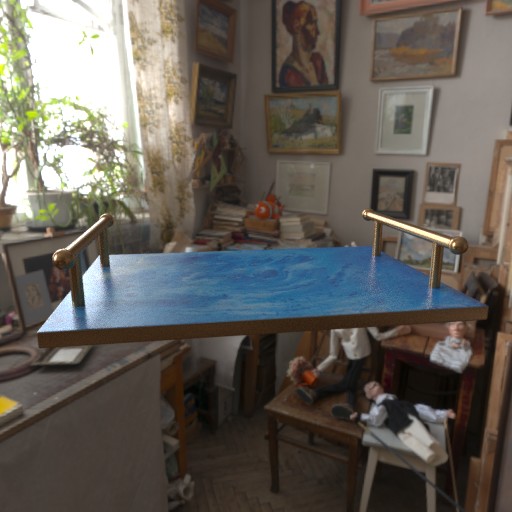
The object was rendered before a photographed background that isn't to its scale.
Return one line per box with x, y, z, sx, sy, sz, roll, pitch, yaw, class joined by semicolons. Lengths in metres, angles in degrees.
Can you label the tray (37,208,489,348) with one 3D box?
0.000;0.000;0.567;0.444;0.084;0.304;-2;14;-9;tray
